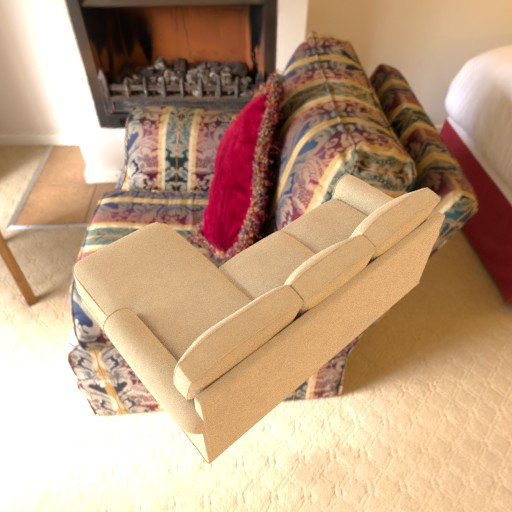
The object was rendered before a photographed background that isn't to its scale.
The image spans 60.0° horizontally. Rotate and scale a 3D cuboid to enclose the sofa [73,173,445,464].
[{"bbox_3d":[0.000,0.000,2.467,1.770,0.734,1.226,-32,54,-27],"label":"sofa"}]
